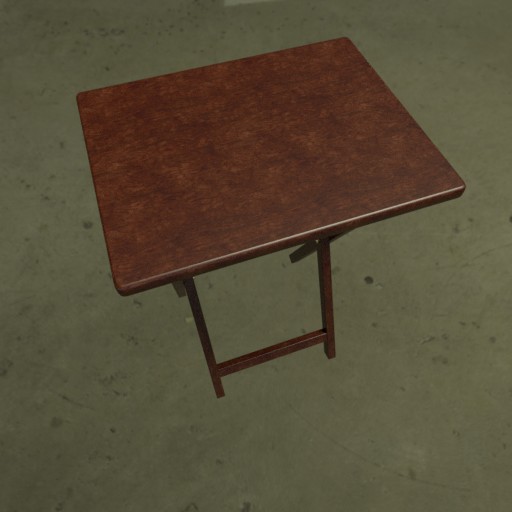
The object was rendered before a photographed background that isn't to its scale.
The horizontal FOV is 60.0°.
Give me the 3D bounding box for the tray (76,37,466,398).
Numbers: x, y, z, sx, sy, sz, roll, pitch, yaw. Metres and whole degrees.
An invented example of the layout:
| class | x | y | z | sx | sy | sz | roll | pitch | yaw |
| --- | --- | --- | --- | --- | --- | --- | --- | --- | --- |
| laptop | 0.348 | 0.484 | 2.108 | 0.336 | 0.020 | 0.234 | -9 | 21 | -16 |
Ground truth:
| class | x | y | z | sx | sy | sz | roll | pitch | yaw |
| --- | --- | --- | --- | --- | --- | --- | --- | --- | --- |
| tray | 0.000 | 0.000 | 0.934 | 0.483 | 0.660 | 0.381 | -16 | 59 | -10 |
